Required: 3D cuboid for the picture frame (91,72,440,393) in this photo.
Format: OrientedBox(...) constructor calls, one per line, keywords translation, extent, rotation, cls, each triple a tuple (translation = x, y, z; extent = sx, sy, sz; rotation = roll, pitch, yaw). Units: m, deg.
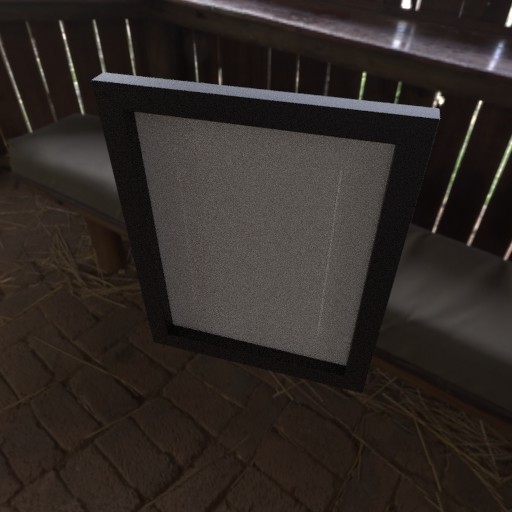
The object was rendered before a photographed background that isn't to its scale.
OrientedBox(translation=(0.000, 0.000, 0.514), extent=(0.307, 0.383, 0.036), rotation=(11, 42, 12), cls="picture frame")
